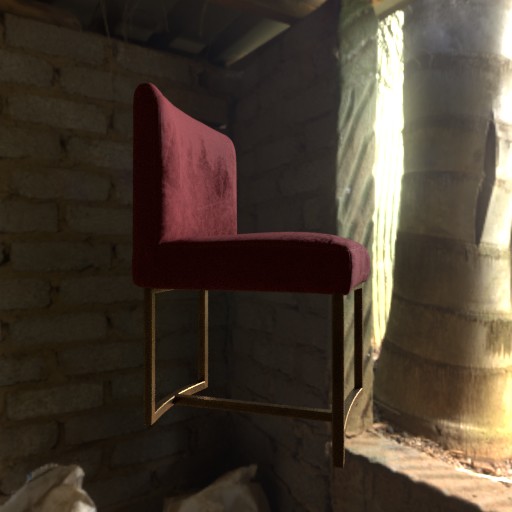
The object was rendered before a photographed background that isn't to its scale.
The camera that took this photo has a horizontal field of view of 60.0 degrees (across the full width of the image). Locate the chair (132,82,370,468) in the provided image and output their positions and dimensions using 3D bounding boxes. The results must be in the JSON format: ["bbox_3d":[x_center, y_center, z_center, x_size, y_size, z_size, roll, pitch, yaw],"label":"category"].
[{"bbox_3d":[0.000,0.000,1.173,0.560,0.824,0.530,0,0,18],"label":"chair"}]
